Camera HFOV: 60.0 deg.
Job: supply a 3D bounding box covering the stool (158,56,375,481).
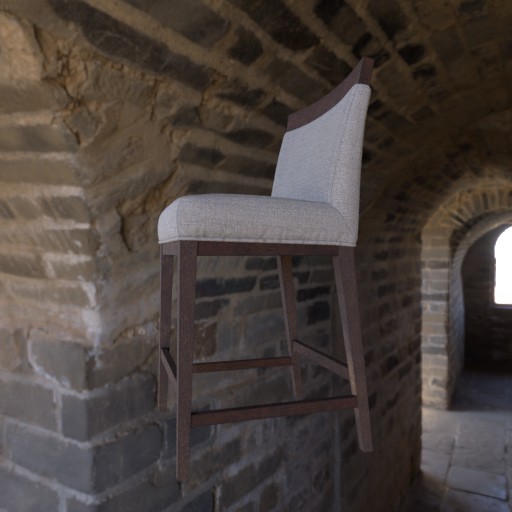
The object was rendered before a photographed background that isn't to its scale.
[{"bbox_3d":[0.000,0.000,1.295,0.531,1.009,0.512,0,1,-18],"label":"stool"}]
